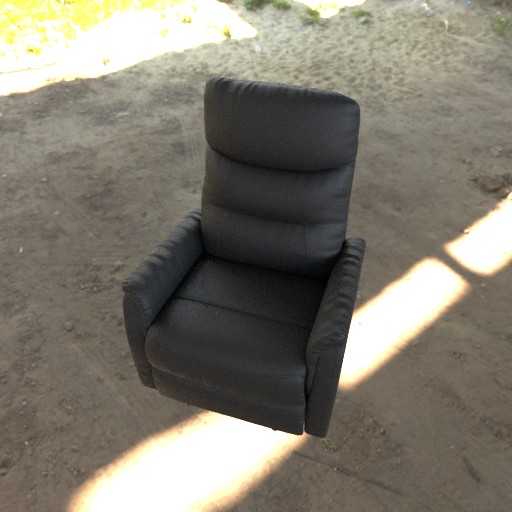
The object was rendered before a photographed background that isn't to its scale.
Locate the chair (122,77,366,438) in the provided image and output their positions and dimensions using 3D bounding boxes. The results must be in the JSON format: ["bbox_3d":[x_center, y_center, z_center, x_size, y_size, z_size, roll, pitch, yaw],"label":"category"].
[{"bbox_3d":[0.000,0.000,1.653,0.775,1.082,0.831,12,42,13],"label":"chair"}]
